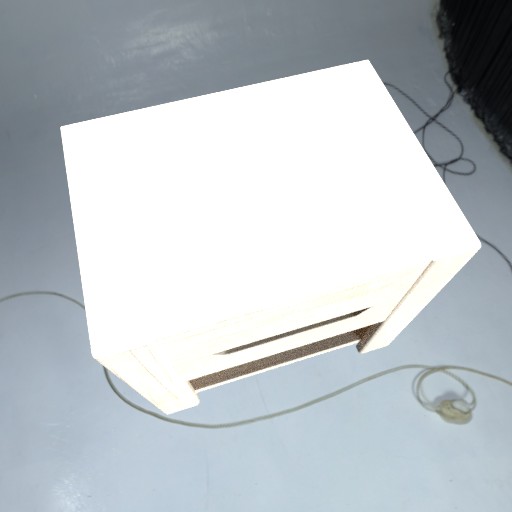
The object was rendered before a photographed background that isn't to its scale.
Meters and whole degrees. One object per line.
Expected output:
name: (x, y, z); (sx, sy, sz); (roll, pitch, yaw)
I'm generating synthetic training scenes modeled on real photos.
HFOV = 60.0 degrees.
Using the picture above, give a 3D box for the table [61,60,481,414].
table: (0.000, 0.000, 0.929); (0.570, 0.510, 0.420); (-15, 64, -8)
